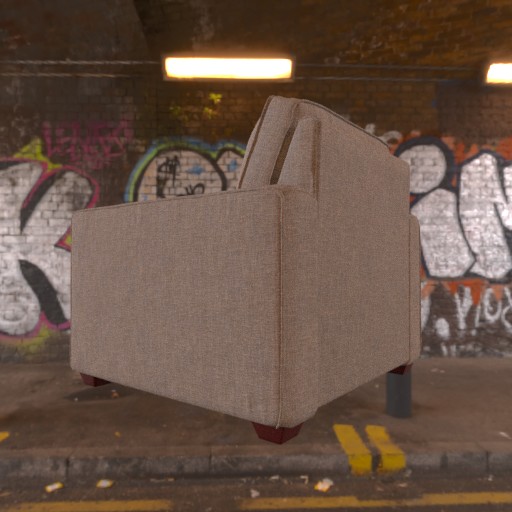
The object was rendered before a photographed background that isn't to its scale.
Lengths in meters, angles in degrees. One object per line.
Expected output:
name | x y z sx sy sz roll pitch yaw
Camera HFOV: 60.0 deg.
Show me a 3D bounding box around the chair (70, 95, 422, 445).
chair | 0.000 0.000 1.675 0.940 0.914 1.016 0 -1 38
